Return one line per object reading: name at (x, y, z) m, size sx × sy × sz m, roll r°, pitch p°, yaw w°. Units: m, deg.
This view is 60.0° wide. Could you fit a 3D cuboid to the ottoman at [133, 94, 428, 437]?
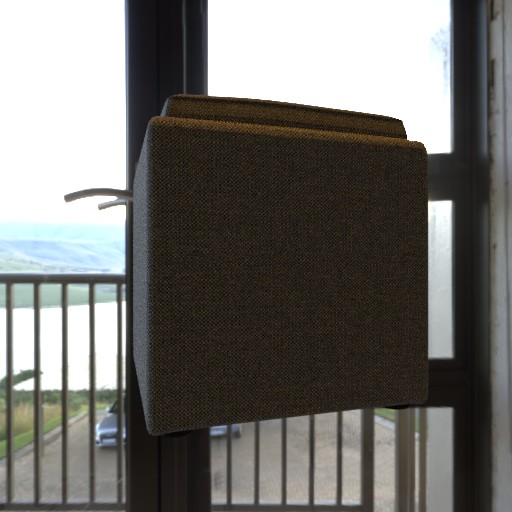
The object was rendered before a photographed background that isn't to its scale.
ottoman at (0.000, 0.000, 0.847) m, size 0.436 × 0.487 × 0.454 m, roll 0°, pitch 0°, yaw -18°
